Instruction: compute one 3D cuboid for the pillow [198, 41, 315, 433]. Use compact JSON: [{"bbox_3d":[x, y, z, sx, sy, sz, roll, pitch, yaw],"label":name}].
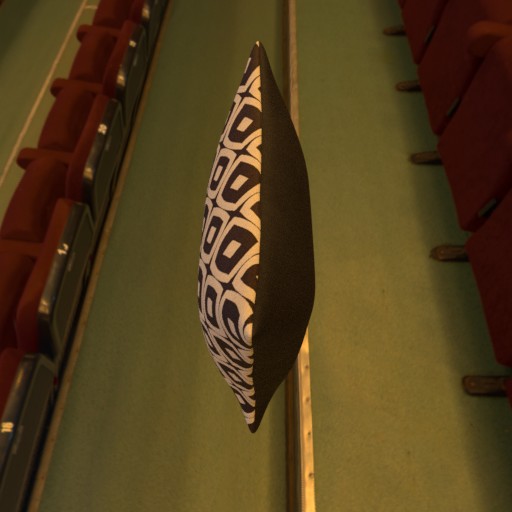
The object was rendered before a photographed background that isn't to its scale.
[{"bbox_3d":[0.000,0.000,0.777,0.188,0.494,0.504,1,57,1],"label":"pillow"}]
